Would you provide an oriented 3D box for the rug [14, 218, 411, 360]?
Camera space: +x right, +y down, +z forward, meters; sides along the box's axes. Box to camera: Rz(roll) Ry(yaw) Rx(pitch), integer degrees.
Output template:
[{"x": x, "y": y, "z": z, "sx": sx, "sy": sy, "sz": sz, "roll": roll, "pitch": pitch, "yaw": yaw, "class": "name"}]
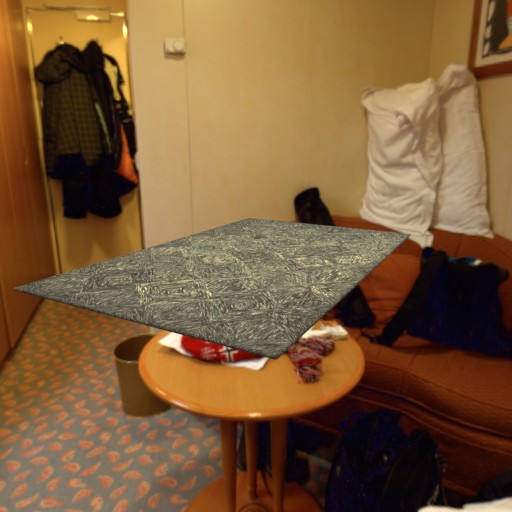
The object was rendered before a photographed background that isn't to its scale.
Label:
[{"x": 0.000, "y": 0.000, "z": 2.850, "sx": 1.478, "sy": 0.017, "sz": 2.330, "roll": 8, "pitch": 17, "yaw": 28, "class": "rug"}]
